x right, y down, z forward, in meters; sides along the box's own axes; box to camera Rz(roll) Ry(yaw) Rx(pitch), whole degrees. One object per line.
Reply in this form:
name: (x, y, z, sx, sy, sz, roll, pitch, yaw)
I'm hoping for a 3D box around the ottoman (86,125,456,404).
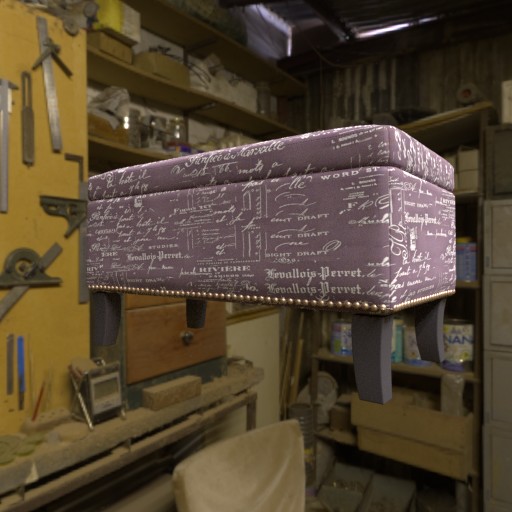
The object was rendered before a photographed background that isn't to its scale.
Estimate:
ottoman: (0.000, 0.000, 1.056, 0.813, 0.457, 0.406, 0, 0, 37)
